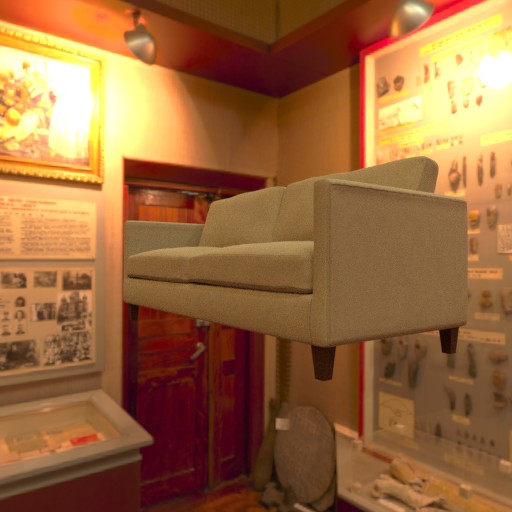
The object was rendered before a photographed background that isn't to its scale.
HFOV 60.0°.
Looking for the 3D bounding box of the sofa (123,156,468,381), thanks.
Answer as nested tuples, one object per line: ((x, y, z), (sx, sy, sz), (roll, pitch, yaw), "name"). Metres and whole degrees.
((0.000, 0.000, 2.694), (0.948, 0.932, 2.181), (0, -1, -35), "sofa")
